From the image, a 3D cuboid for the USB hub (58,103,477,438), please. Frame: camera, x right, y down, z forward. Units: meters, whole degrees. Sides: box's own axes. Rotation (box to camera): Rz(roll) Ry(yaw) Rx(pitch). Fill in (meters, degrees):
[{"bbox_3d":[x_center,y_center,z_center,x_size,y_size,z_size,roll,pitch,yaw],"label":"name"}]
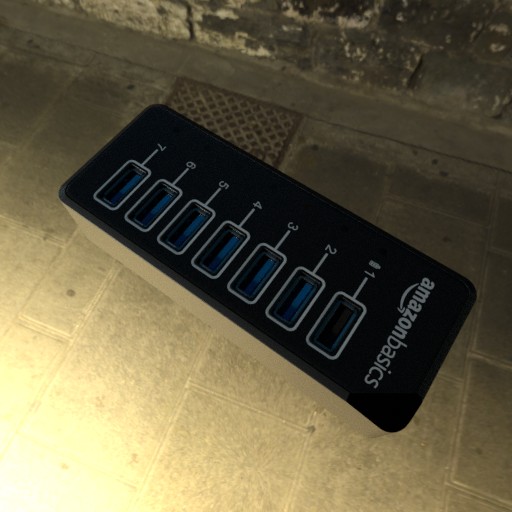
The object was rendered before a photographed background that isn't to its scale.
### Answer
[{"bbox_3d":[0.000,0.000,0.128,0.110,0.023,0.044,33,69,15],"label":"USB hub"}]
